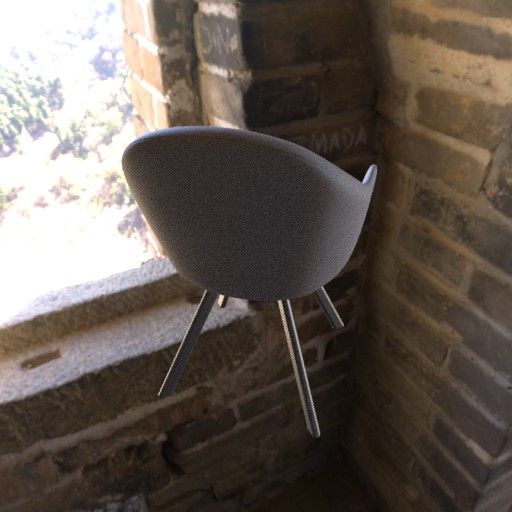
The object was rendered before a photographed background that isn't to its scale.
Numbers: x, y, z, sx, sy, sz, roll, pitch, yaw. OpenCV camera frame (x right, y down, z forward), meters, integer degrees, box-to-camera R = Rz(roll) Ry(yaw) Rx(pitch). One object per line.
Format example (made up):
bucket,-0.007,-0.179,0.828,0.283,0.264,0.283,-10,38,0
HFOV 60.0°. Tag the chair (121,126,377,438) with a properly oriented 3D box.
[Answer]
chair,0.000,0.000,1.158,0.540,0.780,0.570,9,31,15
